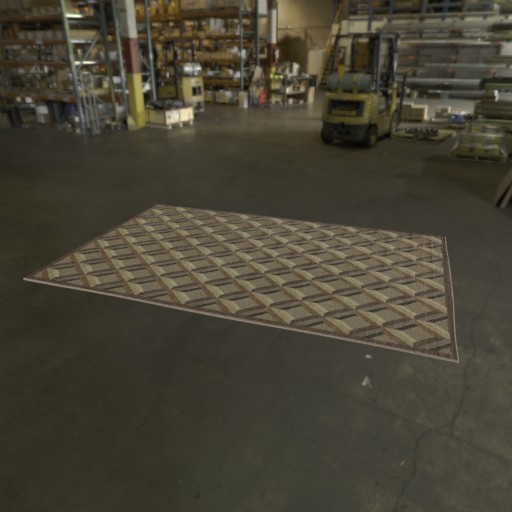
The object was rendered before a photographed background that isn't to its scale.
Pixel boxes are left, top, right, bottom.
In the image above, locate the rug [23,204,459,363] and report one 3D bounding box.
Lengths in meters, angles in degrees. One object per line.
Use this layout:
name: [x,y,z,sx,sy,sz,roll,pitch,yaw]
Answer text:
rug: [0.000,0.000,2.044,1.677,0.011,1.066,8,26,17]
